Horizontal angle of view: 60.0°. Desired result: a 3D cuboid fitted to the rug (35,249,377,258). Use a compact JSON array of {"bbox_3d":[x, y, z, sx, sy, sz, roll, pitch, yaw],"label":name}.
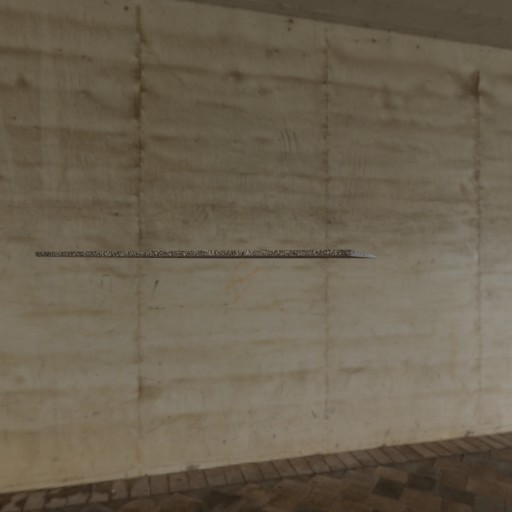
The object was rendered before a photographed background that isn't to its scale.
[{"bbox_3d":[0.000,0.000,3.021,1.502,0.025,2.350,0,-1,18],"label":"rug"}]
